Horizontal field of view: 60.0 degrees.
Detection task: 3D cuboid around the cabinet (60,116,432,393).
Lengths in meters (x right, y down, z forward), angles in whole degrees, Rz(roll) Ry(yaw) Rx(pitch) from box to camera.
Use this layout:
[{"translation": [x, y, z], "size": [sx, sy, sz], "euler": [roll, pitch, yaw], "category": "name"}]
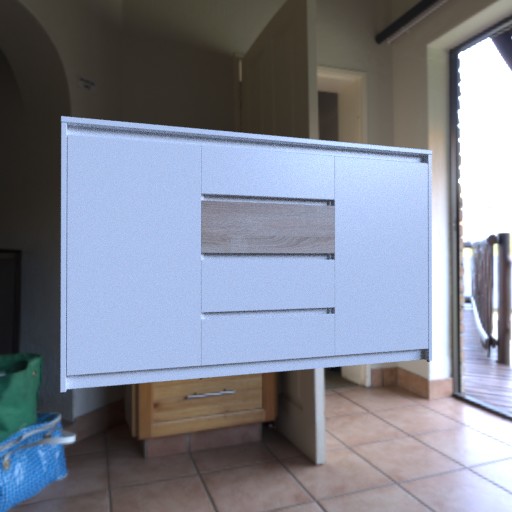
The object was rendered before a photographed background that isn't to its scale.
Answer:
[{"translation": [0.000, 0.000, 1.836], "size": [1.450, 0.900, 0.380], "euler": [0, 0, -18], "category": "cabinet"}]
